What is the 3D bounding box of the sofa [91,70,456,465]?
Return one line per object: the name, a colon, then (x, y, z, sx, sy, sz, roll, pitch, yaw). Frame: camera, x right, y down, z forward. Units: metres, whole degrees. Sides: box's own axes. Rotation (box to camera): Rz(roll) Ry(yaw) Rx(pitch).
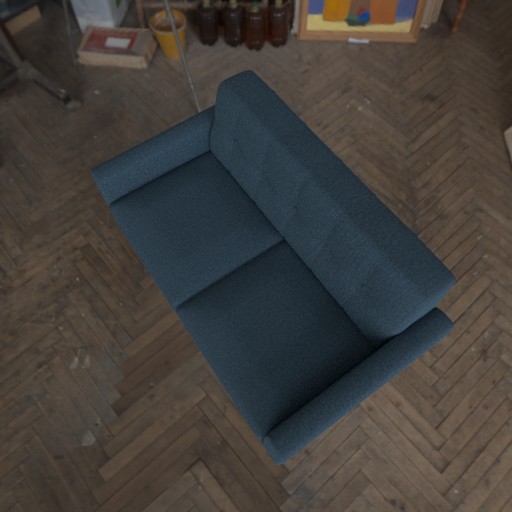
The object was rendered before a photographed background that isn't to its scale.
sofa: (0.000, 0.000, 2.191, 0.942, 0.896, 1.651, -32, 68, -15)
